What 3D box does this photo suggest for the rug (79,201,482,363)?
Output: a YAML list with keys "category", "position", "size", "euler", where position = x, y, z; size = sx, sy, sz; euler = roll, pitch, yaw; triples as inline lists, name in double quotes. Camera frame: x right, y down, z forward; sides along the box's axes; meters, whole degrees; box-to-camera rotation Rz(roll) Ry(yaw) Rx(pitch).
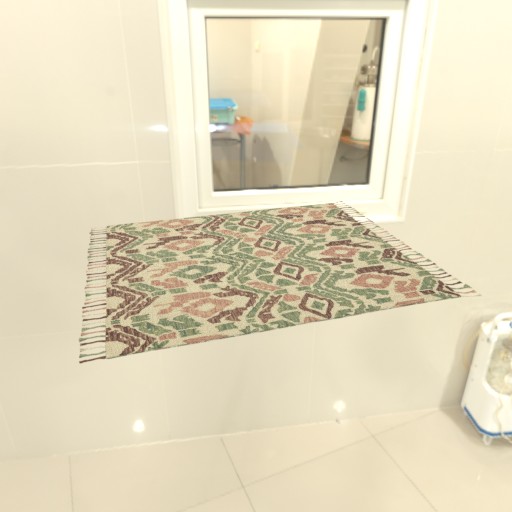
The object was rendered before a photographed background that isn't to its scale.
- category: "rug"
  position: [0.000, 0.000, 4.176]
  size: [3.048, 0.010, 2.438]
  euler: [-7, 27, -15]
